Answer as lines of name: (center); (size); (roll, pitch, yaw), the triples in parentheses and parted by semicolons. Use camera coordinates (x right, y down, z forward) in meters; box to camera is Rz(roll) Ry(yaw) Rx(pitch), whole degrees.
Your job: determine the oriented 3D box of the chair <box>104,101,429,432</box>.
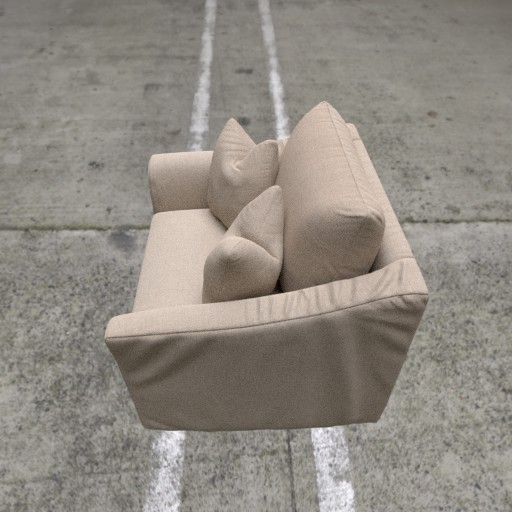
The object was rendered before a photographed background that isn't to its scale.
chair: (0.000, 0.000, 2.021); (1.071, 1.093, 1.194); (-2, 43, -2)
